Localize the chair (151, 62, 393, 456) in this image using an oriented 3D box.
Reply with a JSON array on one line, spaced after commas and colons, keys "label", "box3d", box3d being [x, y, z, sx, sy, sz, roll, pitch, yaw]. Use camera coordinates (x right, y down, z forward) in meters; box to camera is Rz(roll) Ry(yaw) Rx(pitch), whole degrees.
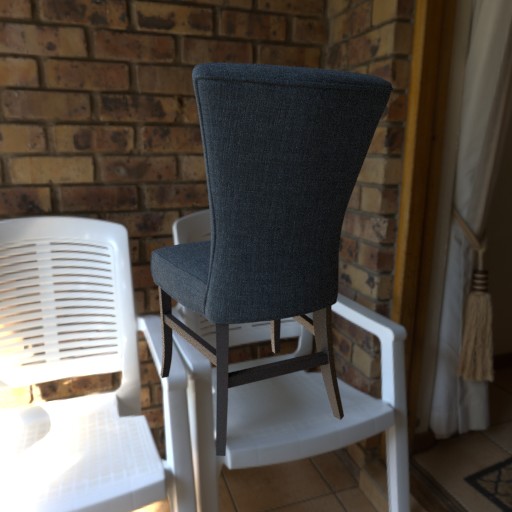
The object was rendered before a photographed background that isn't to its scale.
[{"label": "chair", "box3d": [0.000, 0.000, 1.349, 0.520, 0.991, 0.660, -6, 15, -25]}]
